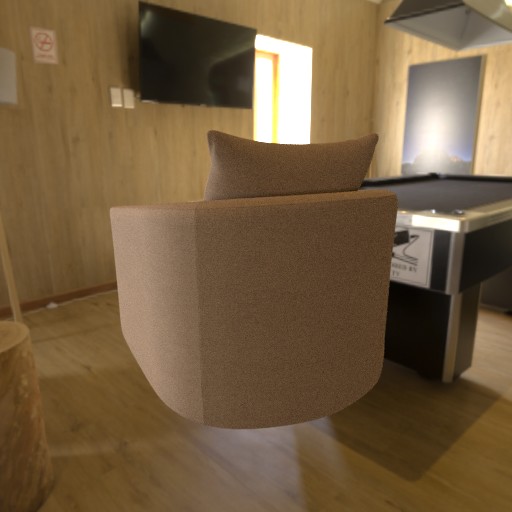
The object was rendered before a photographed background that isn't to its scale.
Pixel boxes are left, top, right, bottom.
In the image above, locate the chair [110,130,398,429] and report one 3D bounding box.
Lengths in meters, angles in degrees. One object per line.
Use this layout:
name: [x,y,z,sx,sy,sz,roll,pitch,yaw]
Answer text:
chair: [0.000,0.000,1.580,0.845,0.848,0.910,-8,16,-27]
